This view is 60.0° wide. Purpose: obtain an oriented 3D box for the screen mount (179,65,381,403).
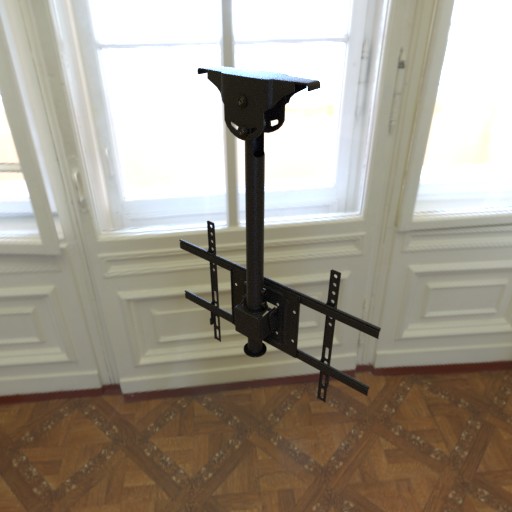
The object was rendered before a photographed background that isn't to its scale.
[{"bbox_3d":[0.000,0.000,1.003,0.595,0.775,0.090,23,38,32],"label":"screen mount"}]
